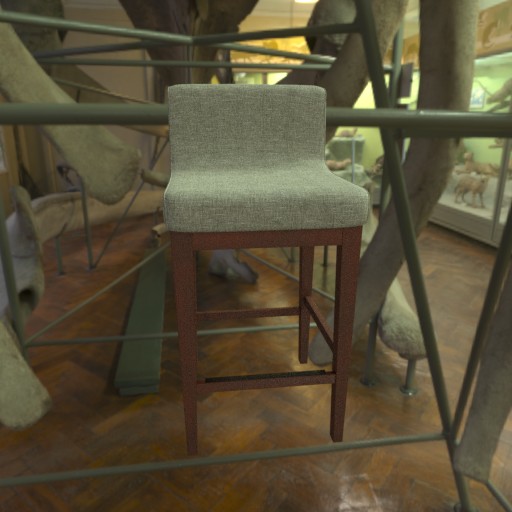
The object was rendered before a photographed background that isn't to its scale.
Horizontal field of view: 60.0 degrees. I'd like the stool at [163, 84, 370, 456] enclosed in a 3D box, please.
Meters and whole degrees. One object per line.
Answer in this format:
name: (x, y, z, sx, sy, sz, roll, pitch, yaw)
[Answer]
stool: (0.000, 0.000, 1.121, 0.417, 0.835, 0.459, -2, 18, -7)
